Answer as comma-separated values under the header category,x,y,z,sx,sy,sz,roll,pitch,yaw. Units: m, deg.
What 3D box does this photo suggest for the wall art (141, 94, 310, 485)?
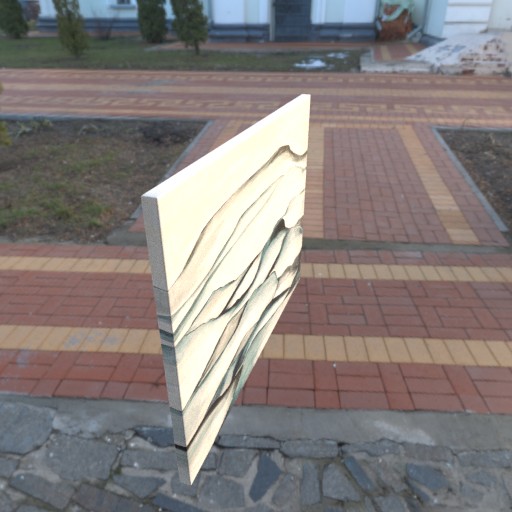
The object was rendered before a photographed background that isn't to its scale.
category,x,y,z,sx,sy,sz,roll,pitch,yaw
wall art,0.000,0.000,1.591,0.039,0.915,1.219,10,31,18
